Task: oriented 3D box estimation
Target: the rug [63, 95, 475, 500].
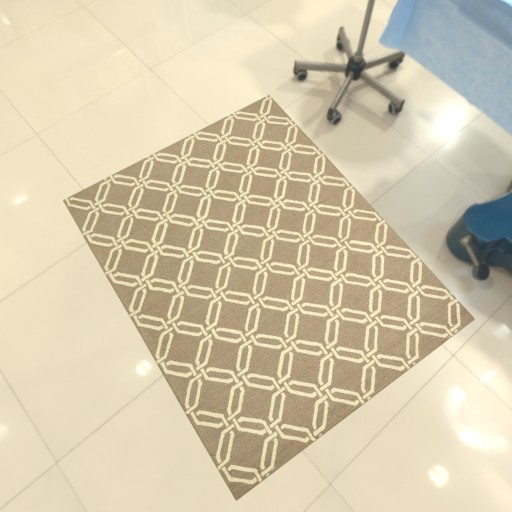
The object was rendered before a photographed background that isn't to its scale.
[{"bbox_3d":[0.000,0.000,3.792,2.288,0.018,2.895,-31,69,-14],"label":"rug"}]
